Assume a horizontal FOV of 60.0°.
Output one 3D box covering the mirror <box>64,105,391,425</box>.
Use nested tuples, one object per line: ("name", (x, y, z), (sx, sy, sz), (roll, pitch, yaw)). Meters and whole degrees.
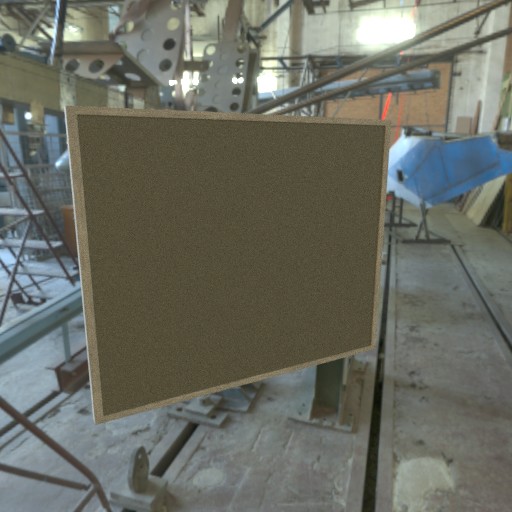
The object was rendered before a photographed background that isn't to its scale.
("mirror", (0.000, 0.000, 1.126), (0.839, 0.689, 0.028), (-7, 15, -27))
